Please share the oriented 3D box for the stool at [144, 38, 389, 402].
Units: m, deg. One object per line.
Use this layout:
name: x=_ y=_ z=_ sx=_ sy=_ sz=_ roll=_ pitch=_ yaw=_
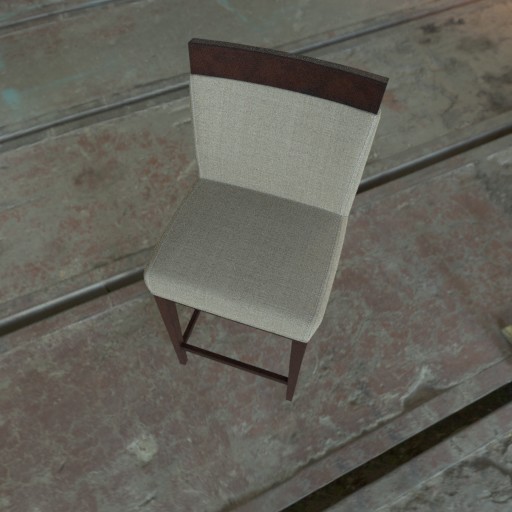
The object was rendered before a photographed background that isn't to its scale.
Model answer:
stool: x=0.000 y=0.000 z=1.289 sx=0.463 sy=1.011 sz=0.480 roll=16 pitch=59 yaw=10
